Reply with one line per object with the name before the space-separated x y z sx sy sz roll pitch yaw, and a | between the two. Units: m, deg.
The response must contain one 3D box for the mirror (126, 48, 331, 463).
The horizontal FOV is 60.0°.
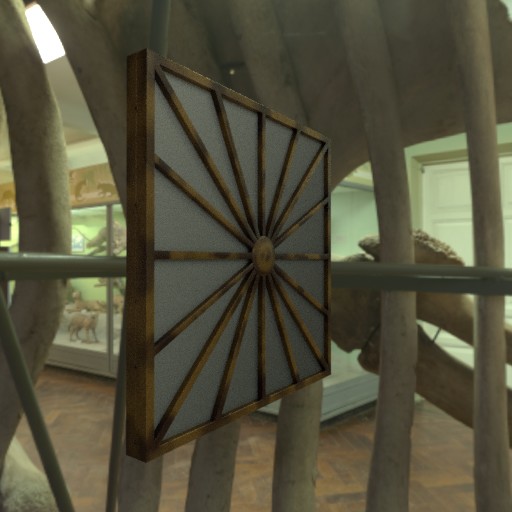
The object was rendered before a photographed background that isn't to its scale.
mirror | 0.000 0.000 0.758 0.042 0.507 0.509 0 0 36
